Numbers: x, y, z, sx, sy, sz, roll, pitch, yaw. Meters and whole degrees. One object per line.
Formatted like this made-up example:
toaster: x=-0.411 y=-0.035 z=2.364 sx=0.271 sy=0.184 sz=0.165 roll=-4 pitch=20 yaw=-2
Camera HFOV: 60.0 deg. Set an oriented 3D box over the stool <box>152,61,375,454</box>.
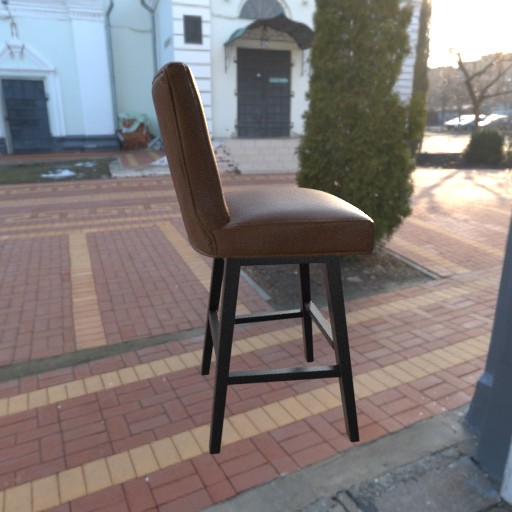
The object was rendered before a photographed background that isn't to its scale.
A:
stool: x=0.000 y=0.000 z=1.425 sx=0.585 sy=1.094 sz=0.522 roll=-3 pitch=17 yaw=-10
